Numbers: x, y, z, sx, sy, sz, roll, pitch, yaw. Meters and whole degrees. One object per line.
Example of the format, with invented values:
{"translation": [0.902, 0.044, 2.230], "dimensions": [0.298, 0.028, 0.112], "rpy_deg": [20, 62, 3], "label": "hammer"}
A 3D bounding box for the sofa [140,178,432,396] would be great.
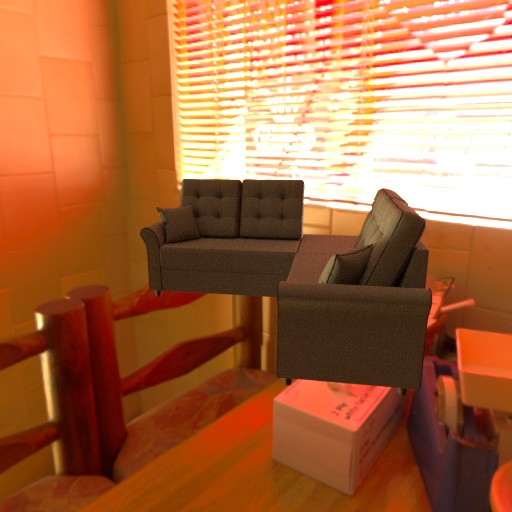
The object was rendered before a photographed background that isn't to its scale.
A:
{"translation": [0.000, 0.000, 3.301], "dimensions": [2.068, 0.988, 2.070], "rpy_deg": [2, 15, 9], "label": "sofa"}
